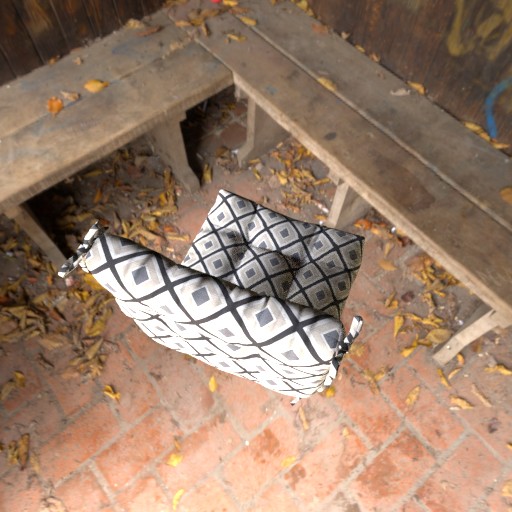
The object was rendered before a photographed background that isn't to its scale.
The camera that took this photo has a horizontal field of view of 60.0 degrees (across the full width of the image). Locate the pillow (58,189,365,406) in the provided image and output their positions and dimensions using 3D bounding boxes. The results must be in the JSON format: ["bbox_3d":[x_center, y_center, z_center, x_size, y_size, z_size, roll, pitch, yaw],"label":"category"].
[{"bbox_3d":[0.000,0.000,1.044,0.519,0.605,0.571,20,64,10],"label":"pillow"}]
